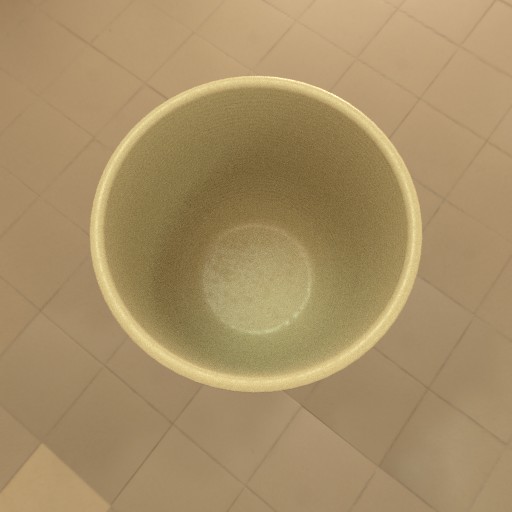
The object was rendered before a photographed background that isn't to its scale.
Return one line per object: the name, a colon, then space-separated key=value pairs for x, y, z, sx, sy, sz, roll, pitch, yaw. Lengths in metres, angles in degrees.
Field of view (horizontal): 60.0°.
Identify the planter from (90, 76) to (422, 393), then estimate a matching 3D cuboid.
planter: x=0.000 y=0.000 z=0.299 sx=0.170 sy=0.153 sz=0.170 roll=0 pitch=75 yaw=0
